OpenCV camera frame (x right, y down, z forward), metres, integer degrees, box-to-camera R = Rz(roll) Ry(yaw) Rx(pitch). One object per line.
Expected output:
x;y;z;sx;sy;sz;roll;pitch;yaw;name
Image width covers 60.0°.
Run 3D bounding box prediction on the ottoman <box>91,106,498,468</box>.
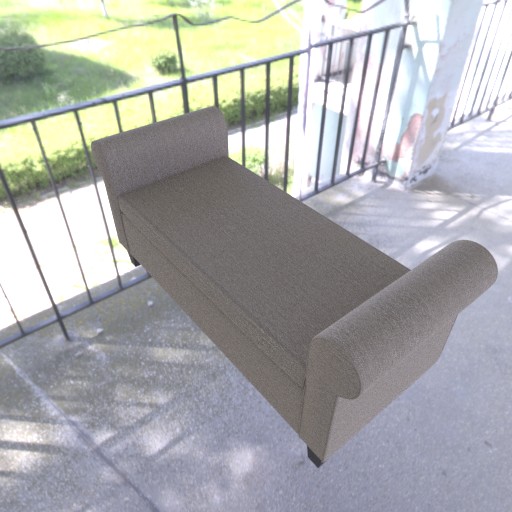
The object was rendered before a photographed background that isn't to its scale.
0.000;0.000;1.469;0.521;0.547;1.256;-27;47;-29;ottoman
